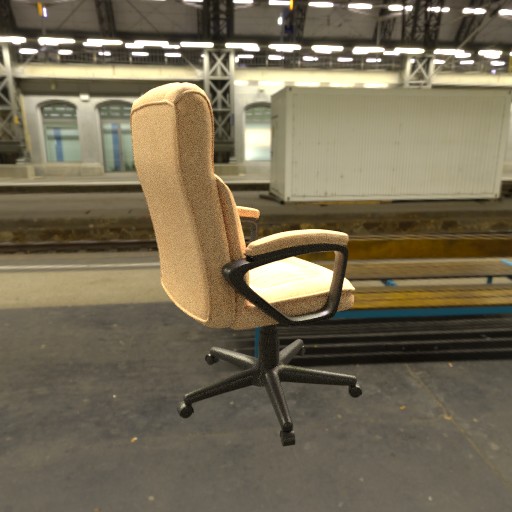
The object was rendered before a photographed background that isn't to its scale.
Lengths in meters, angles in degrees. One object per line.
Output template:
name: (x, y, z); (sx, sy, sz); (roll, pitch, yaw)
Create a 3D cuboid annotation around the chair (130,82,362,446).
chair: (0.000, 0.000, 1.575); (0.724, 1.105, 0.667); (-8, 16, -28)
